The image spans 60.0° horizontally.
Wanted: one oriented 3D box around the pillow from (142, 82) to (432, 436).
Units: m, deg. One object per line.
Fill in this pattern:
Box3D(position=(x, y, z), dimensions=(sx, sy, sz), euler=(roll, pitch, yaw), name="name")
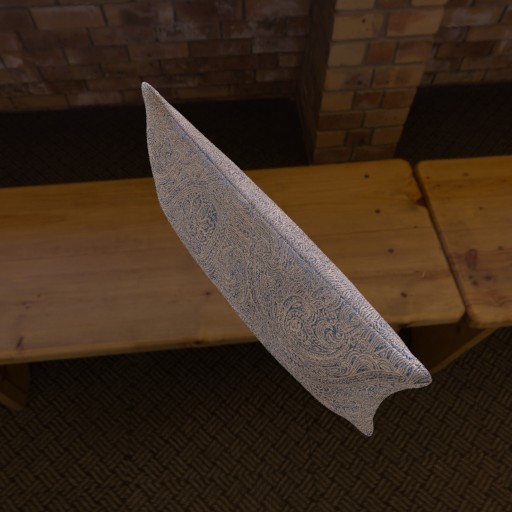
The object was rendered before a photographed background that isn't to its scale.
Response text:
Box3D(position=(0.000, 0.000, 0.717), dimensions=(0.151, 0.295, 0.615), euler=(-32, 63, -19), name="pillow")
